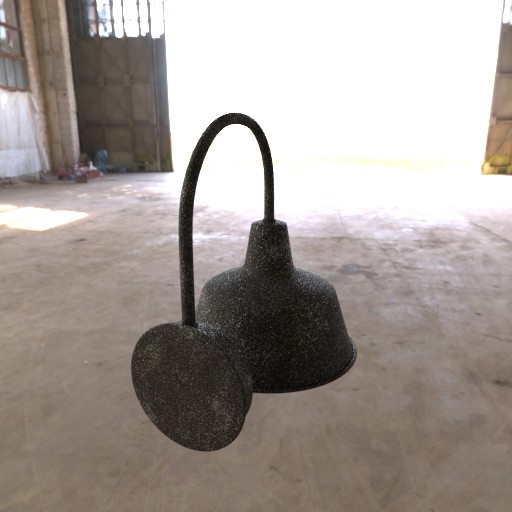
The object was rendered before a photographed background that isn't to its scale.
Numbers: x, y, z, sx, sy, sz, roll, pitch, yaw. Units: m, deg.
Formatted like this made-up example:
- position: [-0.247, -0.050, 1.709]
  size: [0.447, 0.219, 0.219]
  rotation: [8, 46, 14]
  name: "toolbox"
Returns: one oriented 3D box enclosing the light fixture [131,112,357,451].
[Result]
- position: [0.000, 0.000, 0.491]
  size: [0.216, 0.300, 0.283]
  rotation: [7, 17, 26]
  name: "light fixture"
